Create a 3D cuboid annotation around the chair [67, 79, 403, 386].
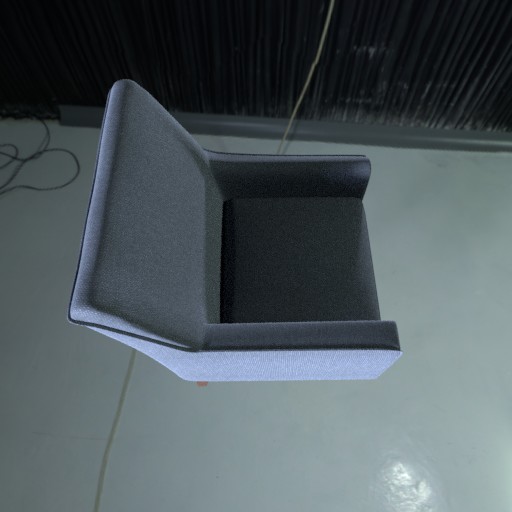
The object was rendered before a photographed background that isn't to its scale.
[{"bbox_3d":[0.000,0.000,1.586,0.899,0.919,0.780,-1,63,0],"label":"chair"}]
